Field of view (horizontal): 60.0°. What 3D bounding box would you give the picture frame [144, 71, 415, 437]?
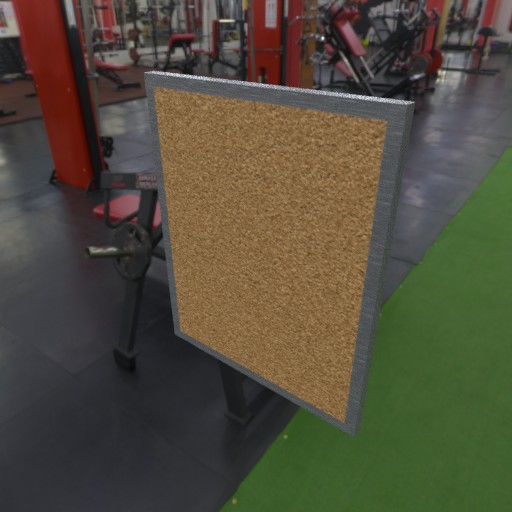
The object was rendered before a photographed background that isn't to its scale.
[{"bbox_3d":[0.000,0.000,0.766,0.454,0.559,0.029,21,36,32],"label":"picture frame"}]
